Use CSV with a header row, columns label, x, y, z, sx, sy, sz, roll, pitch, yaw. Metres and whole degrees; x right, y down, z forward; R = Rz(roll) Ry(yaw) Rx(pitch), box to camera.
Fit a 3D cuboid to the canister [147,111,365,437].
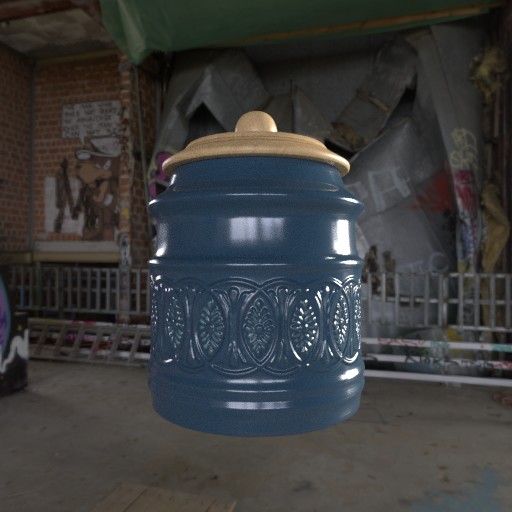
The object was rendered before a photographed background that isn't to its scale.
label,x,y,z,sx,sy,sz,roll,pitch,yaw
canister,0.000,0.000,0.272,0.130,0.176,0.130,0,0,0
